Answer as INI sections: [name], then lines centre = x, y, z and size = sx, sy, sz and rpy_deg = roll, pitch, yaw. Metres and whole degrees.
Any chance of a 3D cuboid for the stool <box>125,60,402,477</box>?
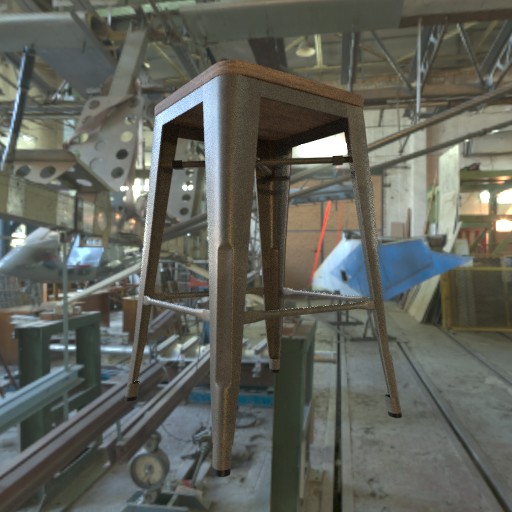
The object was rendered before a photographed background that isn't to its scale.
[stool]
centre = 0.000, 0.000, 0.889
size = 0.407, 0.607, 0.407
rpy_deg = 0, 1, -35
